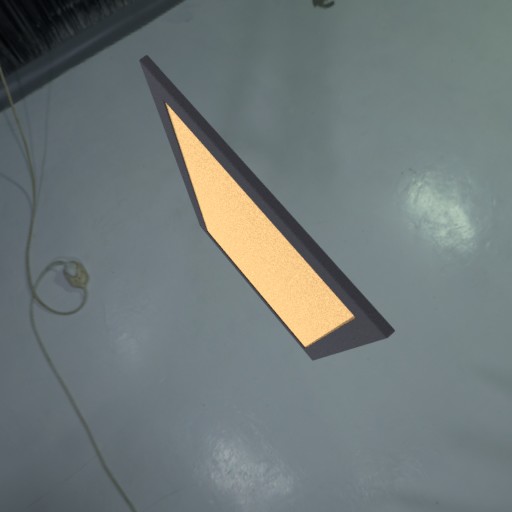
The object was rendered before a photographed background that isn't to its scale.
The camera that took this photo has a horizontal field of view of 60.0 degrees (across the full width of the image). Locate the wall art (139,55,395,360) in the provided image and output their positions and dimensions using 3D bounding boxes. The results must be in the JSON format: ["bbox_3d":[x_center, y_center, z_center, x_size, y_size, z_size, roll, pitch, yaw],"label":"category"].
[{"bbox_3d":[0.000,0.000,0.682,0.012,0.529,0.374,-39,78,-10],"label":"wall art"}]
